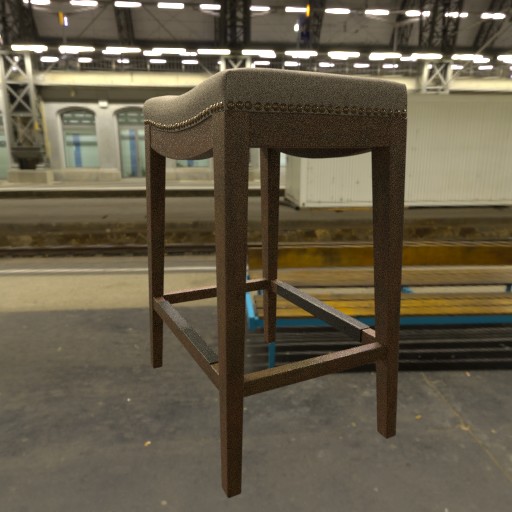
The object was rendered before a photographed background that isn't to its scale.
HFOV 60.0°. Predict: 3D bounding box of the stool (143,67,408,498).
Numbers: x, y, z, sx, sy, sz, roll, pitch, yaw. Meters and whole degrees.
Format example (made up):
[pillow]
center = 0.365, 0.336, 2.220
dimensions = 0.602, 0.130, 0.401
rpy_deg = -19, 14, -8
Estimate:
[stool]
center = 0.000, 0.000, 0.929
dimensions = 0.356, 0.660, 0.508
rpy_deg = -7, 15, -26
